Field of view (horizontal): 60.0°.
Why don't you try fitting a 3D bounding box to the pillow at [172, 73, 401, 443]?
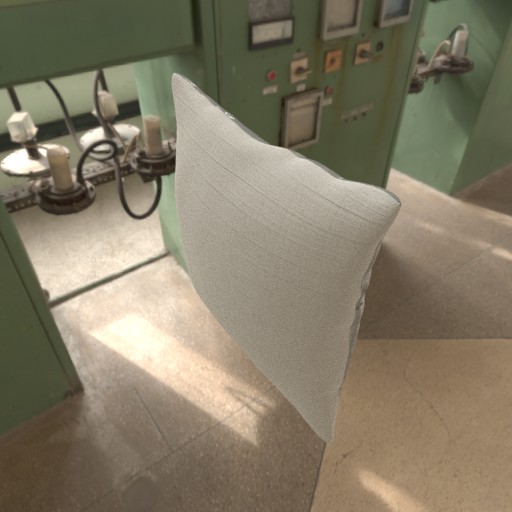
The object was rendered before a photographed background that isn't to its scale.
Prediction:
[{"bbox_3d":[0.000,0.000,0.720,0.175,0.464,0.470,-25,47,-26],"label":"pillow"}]
